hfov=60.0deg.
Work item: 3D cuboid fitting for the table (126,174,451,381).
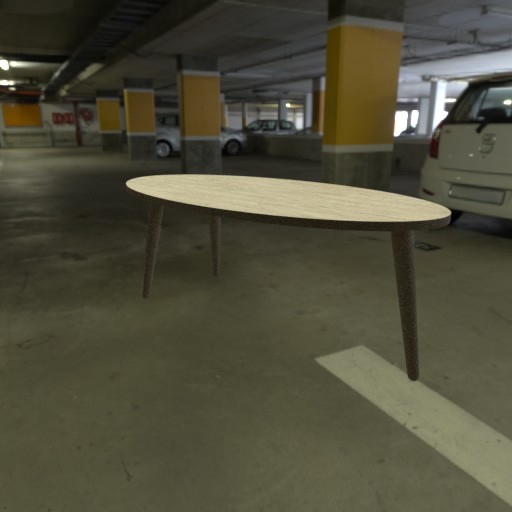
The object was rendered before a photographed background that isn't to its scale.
[{"bbox_3d":[0.000,0.000,1.320,1.083,0.390,0.542,16,22,42],"label":"table"}]
